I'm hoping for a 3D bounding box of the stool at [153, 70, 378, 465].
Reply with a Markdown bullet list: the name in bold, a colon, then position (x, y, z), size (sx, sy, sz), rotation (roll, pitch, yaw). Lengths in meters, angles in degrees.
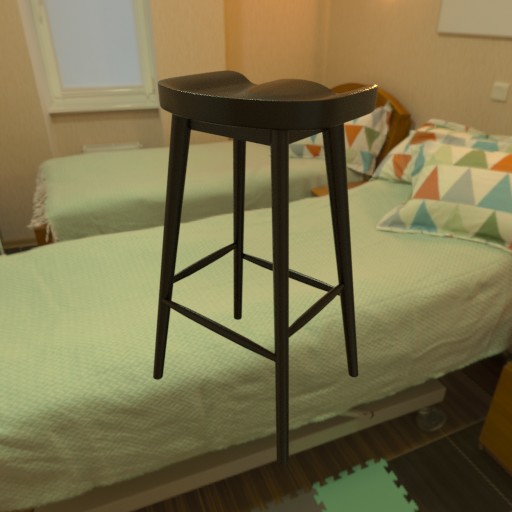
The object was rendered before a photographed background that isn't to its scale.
- **stool**: position (0.000, 0.000, 1.026), size (0.440, 0.749, 0.361), rotation (21, 35, 33)
